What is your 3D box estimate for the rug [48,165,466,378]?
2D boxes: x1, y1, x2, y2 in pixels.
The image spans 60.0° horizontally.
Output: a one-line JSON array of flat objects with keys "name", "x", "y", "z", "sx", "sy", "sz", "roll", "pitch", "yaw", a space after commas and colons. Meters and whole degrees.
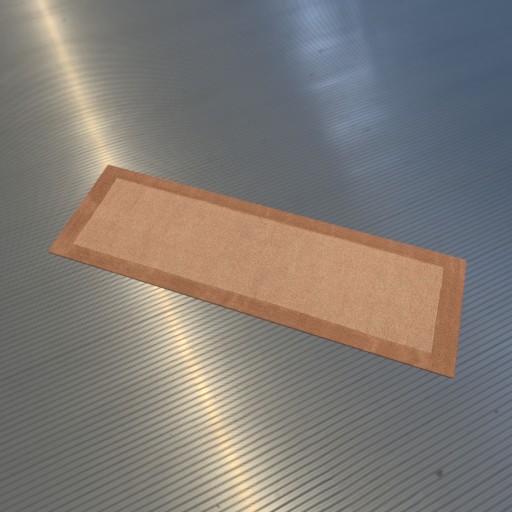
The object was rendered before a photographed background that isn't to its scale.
[{"name": "rug", "x": 0.000, "y": 0.000, "z": 2.704, "sx": 2.439, "sy": 0.017, "sz": 0.764, "roll": 16, "pitch": 60, "yaw": 10}]
